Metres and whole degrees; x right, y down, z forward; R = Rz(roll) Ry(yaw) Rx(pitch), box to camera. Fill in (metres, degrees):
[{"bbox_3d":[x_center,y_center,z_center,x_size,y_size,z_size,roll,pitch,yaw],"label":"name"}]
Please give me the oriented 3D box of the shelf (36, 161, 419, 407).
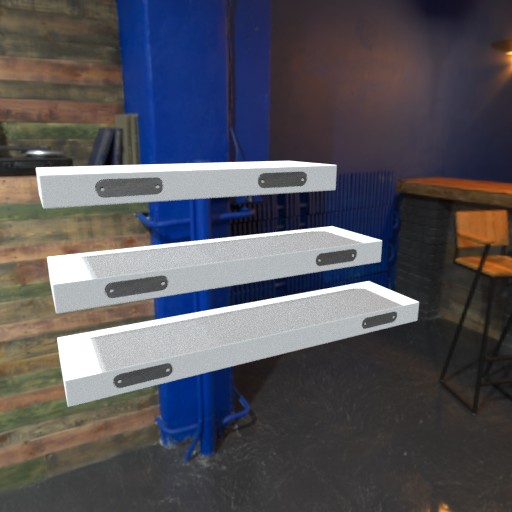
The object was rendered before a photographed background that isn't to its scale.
[{"bbox_3d":[0.000,0.000,0.721,0.610,0.293,0.140,-7,17,-26],"label":"shelf"}]
